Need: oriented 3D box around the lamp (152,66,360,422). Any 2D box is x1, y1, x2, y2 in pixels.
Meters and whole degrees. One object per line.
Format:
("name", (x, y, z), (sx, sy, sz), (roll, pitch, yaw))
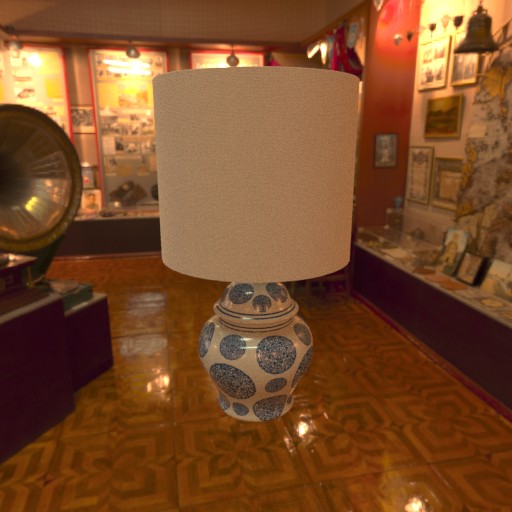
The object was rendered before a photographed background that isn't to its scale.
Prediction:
("lamp", (0.000, 0.000, 0.518), (0.215, 0.381, 0.215), (-3, 15, -10))
